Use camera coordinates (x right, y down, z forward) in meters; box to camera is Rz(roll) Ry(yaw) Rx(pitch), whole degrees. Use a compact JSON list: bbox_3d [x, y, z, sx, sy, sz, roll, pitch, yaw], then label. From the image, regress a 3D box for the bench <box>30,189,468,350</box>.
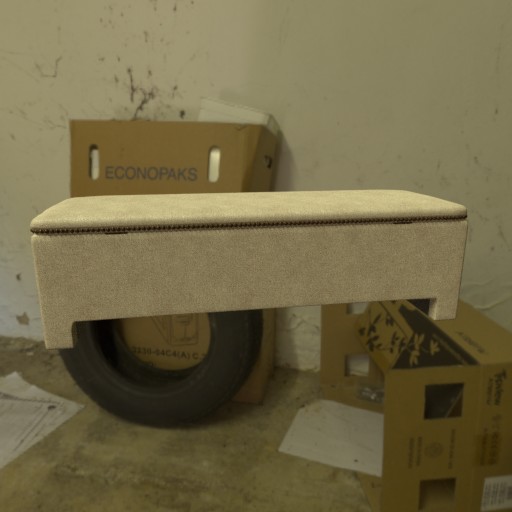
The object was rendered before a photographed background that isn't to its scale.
[{"bbox_3d":[0.000,0.000,1.716,1.482,0.447,0.470,-3,16,-9],"label":"bench"}]
